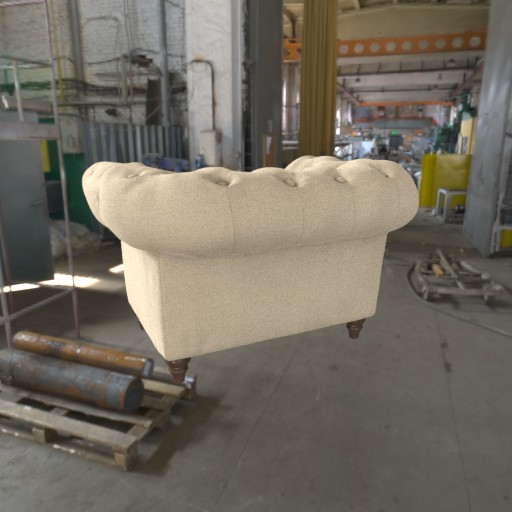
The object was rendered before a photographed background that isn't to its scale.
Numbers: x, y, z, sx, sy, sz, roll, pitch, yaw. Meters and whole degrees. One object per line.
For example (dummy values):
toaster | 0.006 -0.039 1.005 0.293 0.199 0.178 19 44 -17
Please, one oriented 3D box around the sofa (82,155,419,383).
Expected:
sofa | 0.000 0.000 2.050 1.405 0.878 1.034 -7 16 -26
